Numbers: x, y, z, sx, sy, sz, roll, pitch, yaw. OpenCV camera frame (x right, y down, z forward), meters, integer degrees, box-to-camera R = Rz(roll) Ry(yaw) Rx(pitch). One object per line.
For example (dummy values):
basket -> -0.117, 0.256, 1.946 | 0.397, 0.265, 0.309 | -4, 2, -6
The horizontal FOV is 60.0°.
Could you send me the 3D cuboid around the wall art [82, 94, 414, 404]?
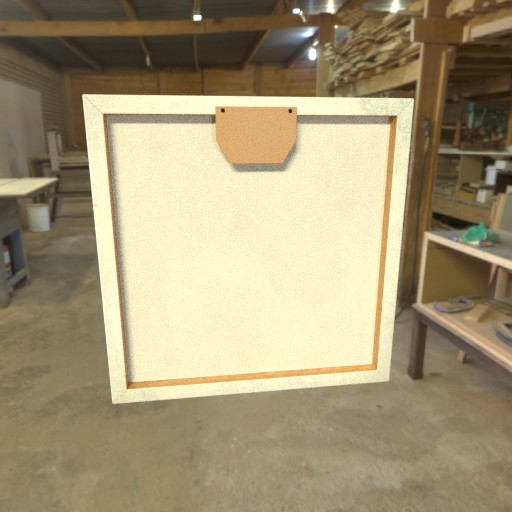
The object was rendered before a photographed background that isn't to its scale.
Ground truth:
wall art -> 0.000, 0.000, 0.894 | 0.605, 0.605, 0.044 | -2, 15, -8
